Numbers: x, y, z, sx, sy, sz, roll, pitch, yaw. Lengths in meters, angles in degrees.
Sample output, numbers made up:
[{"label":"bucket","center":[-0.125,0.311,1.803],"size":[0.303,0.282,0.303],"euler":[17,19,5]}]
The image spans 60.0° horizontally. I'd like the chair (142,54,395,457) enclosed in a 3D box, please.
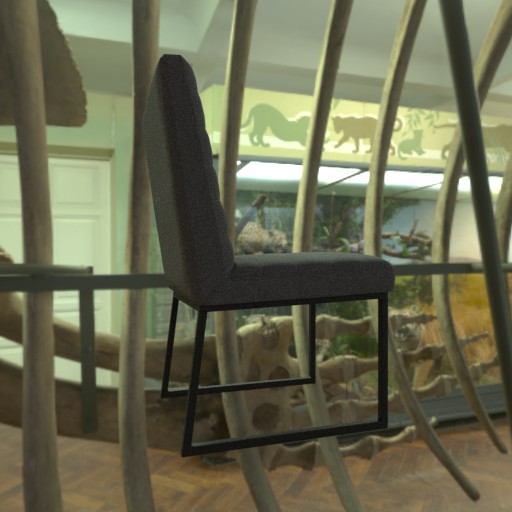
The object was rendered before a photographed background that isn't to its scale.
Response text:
[{"label":"chair","center":[0.000,0.000,1.321],"size":[0.634,0.930,0.520],"euler":[0,0,-18]}]
